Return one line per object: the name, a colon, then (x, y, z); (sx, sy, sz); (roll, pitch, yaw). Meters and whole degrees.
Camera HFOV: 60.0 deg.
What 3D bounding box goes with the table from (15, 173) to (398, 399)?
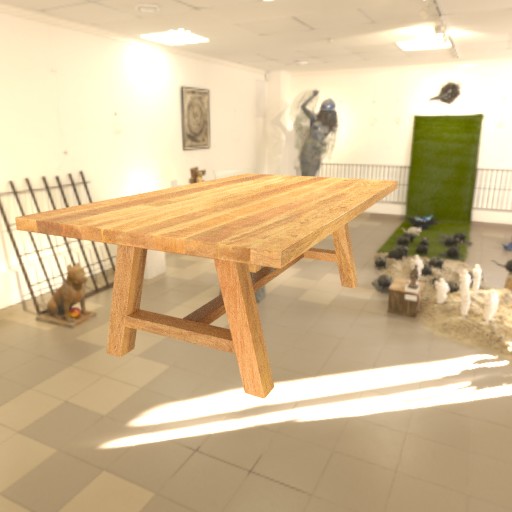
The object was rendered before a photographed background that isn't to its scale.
table: (0.000, 0.000, 1.632); (0.760, 0.455, 1.320); (8, 18, 25)
